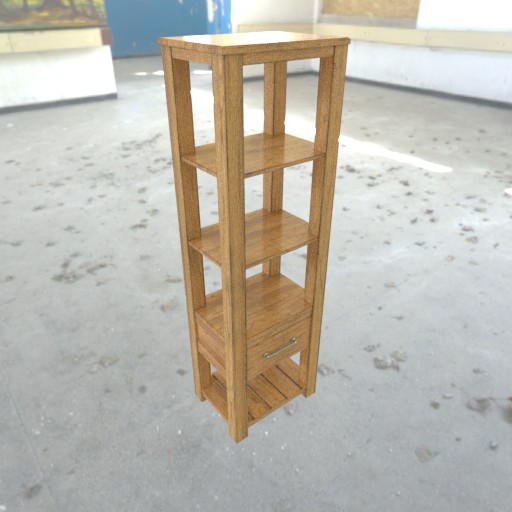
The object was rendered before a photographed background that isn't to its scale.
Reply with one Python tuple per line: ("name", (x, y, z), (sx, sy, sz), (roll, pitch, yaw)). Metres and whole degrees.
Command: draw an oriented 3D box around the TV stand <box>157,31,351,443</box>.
("TV stand", (0.000, 0.000, 2.062), (0.565, 1.828, 0.435), (-21, 37, -32))
